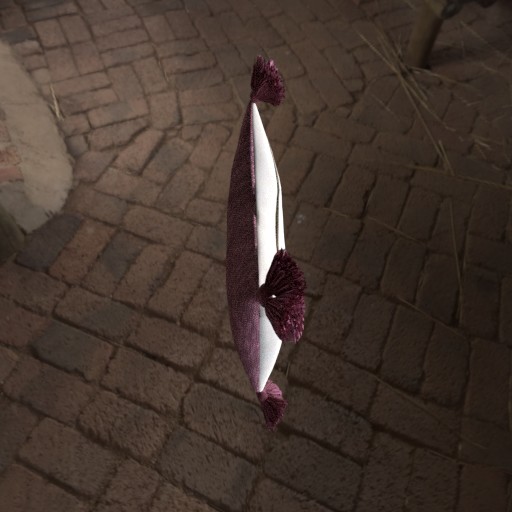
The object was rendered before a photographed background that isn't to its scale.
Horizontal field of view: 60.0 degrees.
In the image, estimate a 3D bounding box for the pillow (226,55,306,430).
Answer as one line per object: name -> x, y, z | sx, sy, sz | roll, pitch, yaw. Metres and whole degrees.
pillow -> 0.000, 0.000, 1.001 | 0.138, 0.659, 0.641 | -1, 57, -1
